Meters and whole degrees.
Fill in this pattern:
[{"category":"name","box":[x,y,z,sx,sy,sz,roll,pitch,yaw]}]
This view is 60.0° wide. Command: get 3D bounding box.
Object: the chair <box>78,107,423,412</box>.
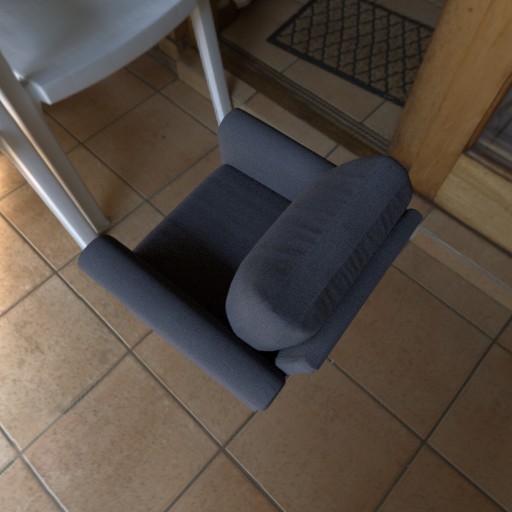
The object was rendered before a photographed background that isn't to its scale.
[{"category":"chair","box":[0.000,0.000,1.602,0.828,0.942,0.867,34,68,16]}]
